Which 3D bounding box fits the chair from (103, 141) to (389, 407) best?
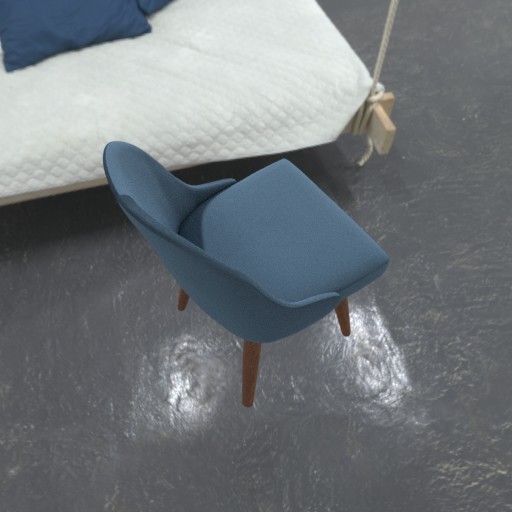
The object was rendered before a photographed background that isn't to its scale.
[{"bbox_3d":[0.000,0.000,1.224,0.589,0.882,0.503,-31,62,-19],"label":"chair"}]
